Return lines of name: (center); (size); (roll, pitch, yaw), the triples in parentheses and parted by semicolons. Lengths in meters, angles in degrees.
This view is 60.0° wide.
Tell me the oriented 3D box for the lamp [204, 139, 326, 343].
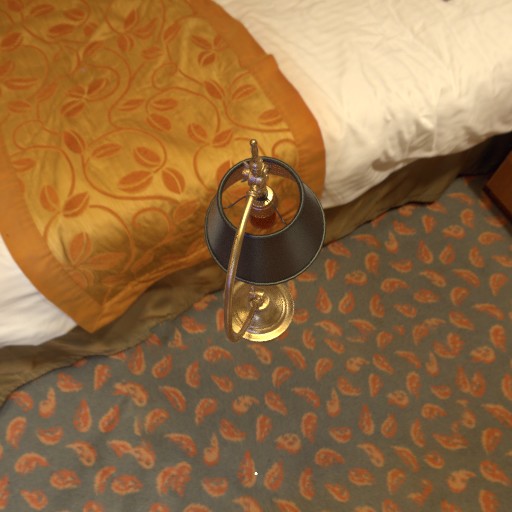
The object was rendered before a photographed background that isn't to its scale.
lamp: (0.000, 0.000, 0.844); (0.235, 0.675, 0.344); (15, 65, 7)
